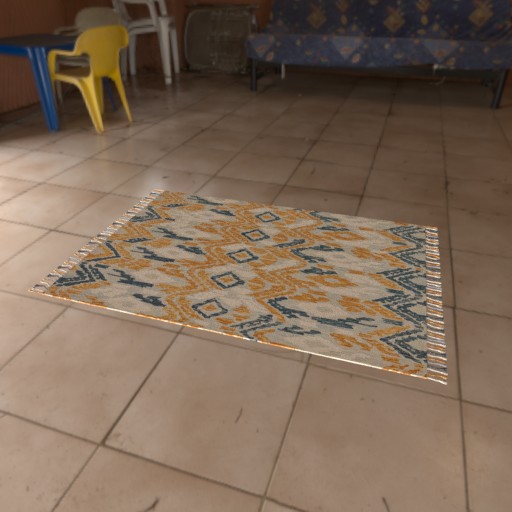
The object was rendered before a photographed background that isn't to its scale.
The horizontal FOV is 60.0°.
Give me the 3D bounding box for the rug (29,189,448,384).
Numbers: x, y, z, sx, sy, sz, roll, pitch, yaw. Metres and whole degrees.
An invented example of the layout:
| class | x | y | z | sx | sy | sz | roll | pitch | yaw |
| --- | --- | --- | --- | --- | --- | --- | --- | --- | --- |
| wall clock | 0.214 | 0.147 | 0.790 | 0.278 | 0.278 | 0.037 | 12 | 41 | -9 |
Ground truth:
| class | x | y | z | sx | sy | sz | roll | pitch | yaw |
| --- | --- | --- | --- | --- | --- | --- | --- | --- | --- |
| rug | 0.000 | 0.000 | 2.307 | 1.827 | 0.008 | 1.230 | 10 | 33 | 15 |
